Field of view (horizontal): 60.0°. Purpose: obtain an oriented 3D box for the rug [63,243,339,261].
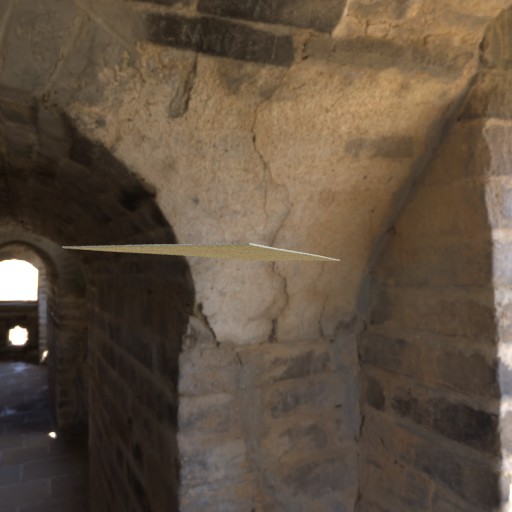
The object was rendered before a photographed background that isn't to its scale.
[{"bbox_3d":[0.000,0.000,2.543,0.686,0.013,2.340,-1,-2,17],"label":"rug"}]
